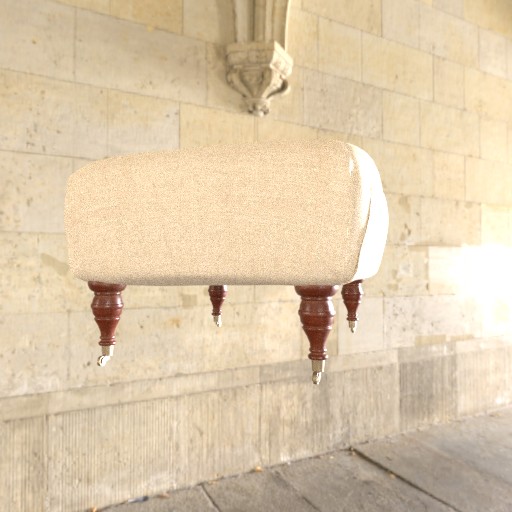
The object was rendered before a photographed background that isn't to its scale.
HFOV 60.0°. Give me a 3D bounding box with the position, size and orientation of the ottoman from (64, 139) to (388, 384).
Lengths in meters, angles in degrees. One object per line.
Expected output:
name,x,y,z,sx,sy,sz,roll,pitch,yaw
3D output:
ottoman,0.000,0.000,1.113,0.622,0.450,0.747,0,-1,18
